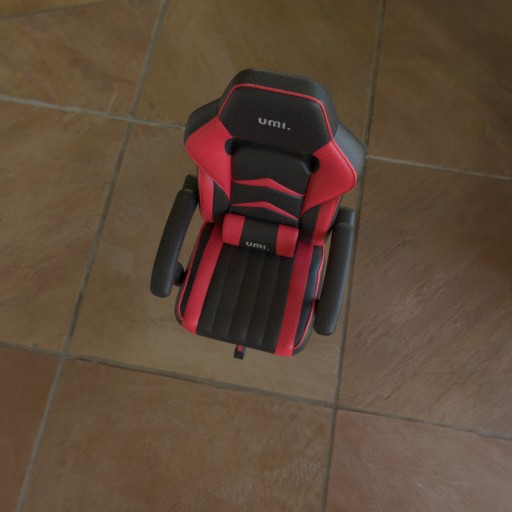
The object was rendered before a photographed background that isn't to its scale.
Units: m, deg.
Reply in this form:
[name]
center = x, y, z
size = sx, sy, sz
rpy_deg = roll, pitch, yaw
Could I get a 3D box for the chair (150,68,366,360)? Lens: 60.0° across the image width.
[chair]
center = 0.000, 0.000, 1.648
size = 0.700, 1.220, 0.700
rpy_deg = 13, 74, 4
